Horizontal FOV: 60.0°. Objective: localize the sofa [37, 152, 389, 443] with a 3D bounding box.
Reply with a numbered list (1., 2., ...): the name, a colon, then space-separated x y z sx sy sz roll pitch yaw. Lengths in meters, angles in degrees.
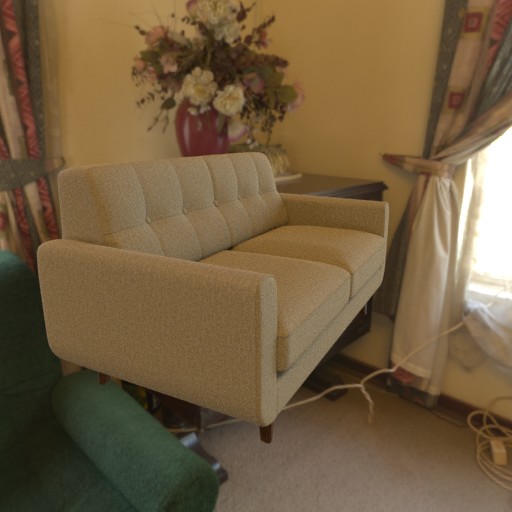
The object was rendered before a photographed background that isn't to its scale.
1. sofa: 0.000 0.000 2.131 0.952 0.925 1.651 8 18 27
